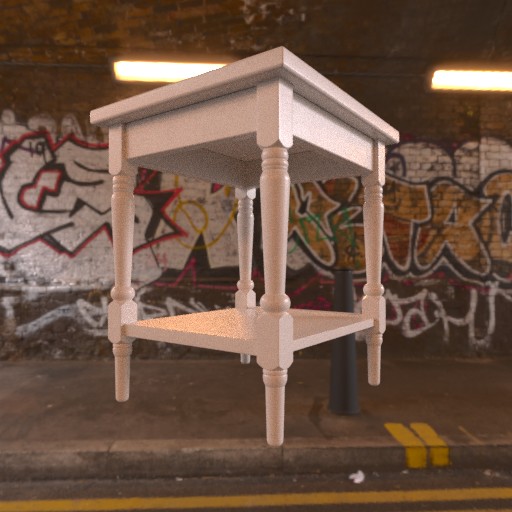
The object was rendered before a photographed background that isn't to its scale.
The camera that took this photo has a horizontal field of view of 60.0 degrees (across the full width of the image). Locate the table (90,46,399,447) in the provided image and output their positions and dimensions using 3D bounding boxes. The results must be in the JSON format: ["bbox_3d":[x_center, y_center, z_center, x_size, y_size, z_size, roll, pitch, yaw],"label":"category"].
[{"bbox_3d":[0.000,0.000,0.923,0.442,0.565,0.488,-1,-1,36],"label":"table"}]
